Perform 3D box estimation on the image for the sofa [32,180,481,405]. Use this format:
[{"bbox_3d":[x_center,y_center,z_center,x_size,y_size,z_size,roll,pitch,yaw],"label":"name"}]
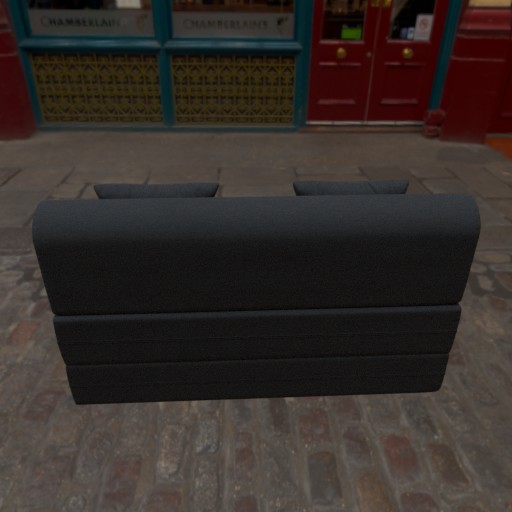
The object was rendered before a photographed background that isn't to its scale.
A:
[{"bbox_3d":[0.000,0.000,1.642,1.225,0.670,0.762,-1,29,-2],"label":"sofa"}]
